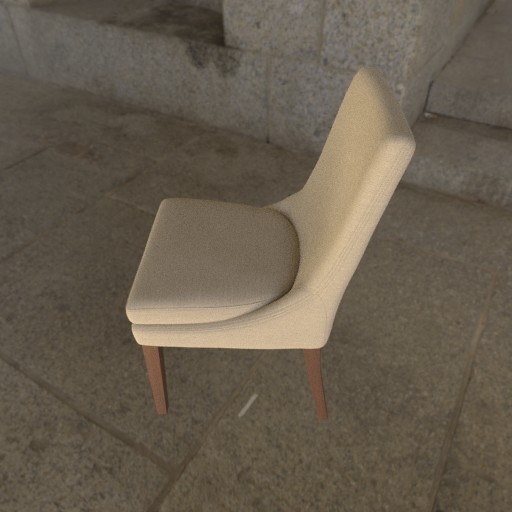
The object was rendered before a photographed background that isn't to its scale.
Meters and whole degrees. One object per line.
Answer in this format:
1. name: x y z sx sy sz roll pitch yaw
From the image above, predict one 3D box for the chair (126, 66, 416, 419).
1. chair: 0.000 0.000 1.273 0.638 0.940 0.515 1 41 2
